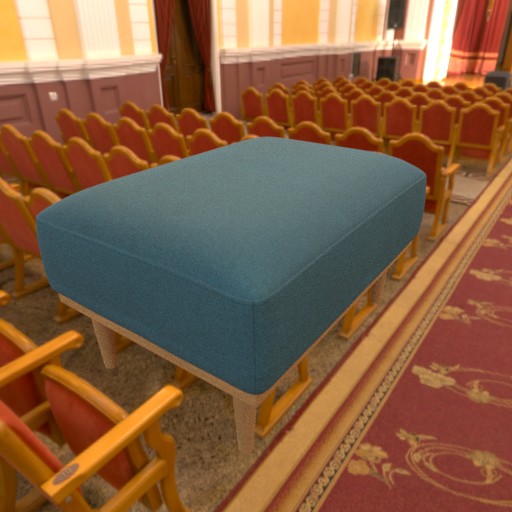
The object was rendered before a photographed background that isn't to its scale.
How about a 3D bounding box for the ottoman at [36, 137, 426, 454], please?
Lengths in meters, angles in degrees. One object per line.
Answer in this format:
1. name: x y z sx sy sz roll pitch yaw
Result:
1. ottoman: 0.000 0.000 1.034 0.549 0.428 0.749 18 32 31
